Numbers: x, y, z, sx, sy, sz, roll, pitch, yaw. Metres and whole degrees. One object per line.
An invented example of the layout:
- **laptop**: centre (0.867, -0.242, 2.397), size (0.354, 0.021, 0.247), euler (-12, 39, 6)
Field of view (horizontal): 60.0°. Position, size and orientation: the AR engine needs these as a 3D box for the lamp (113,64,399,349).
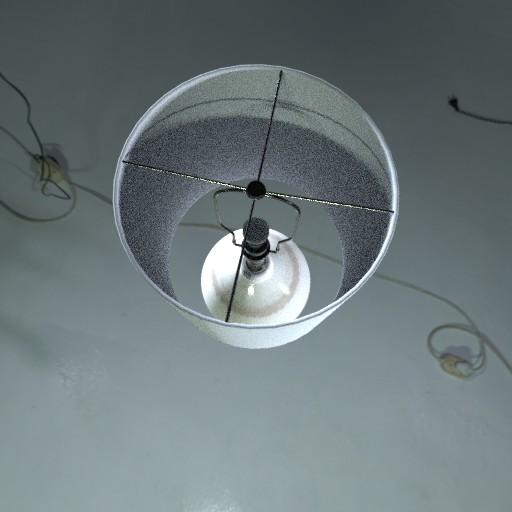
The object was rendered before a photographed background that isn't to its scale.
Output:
- **lamp**: centre (0.000, 0.000, 0.531), size (0.217, 0.404, 0.217), euler (11, 75, 3)
